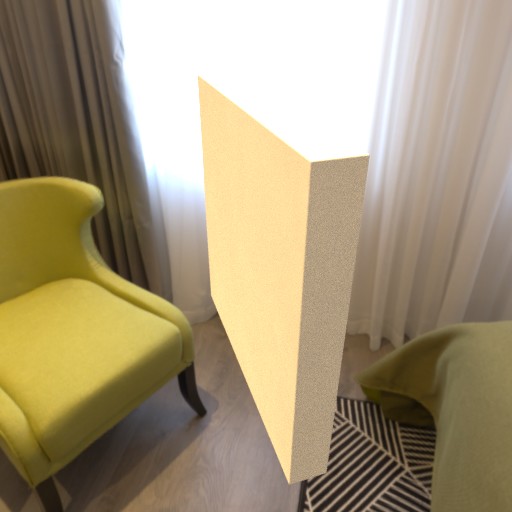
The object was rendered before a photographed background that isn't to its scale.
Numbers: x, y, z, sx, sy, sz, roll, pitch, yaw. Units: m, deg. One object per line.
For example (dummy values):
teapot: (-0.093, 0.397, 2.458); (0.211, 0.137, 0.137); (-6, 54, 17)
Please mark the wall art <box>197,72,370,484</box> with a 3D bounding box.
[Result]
wall art: (0.000, 0.000, 0.453); (0.038, 0.305, 0.305); (-10, 33, -16)
